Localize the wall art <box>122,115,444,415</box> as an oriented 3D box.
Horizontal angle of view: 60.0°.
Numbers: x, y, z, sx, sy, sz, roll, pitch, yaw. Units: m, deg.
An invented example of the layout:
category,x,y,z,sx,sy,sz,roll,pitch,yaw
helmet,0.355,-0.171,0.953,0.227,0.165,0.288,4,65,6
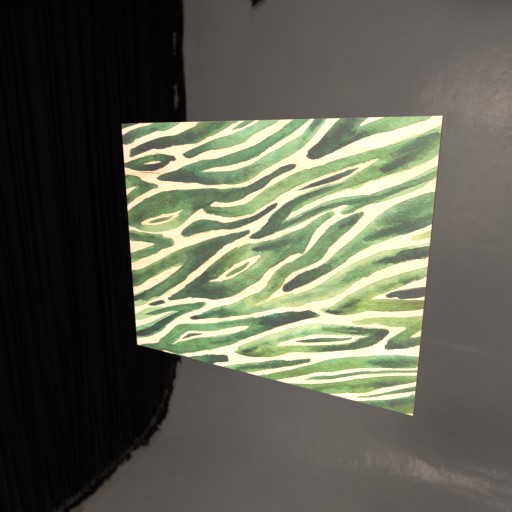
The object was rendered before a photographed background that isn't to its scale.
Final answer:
category,x,y,z,sx,sy,sz,roll,pitch,yaw
wall art,0.000,0.000,0.698,0.508,0.408,0.012,7,16,26
